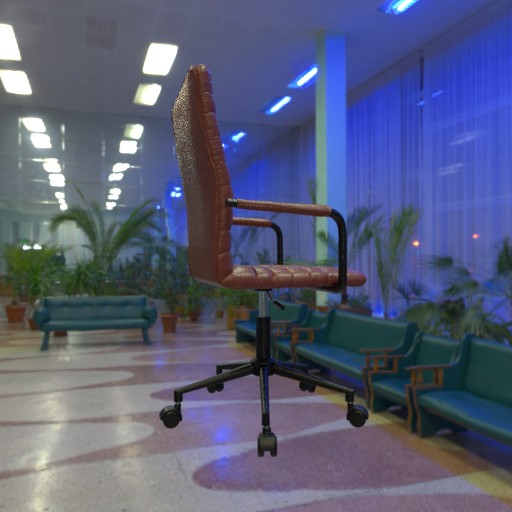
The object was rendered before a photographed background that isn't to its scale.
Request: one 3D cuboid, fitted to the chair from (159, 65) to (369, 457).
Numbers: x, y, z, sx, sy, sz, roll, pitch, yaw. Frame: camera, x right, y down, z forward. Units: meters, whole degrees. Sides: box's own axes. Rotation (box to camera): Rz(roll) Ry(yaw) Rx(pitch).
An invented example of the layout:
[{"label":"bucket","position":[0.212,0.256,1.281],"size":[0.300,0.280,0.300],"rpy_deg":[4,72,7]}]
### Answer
[{"label":"chair","position":[0.000,0.000,1.360],"size":[0.580,0.979,0.608],"rpy_deg":[0,0,-18]}]
